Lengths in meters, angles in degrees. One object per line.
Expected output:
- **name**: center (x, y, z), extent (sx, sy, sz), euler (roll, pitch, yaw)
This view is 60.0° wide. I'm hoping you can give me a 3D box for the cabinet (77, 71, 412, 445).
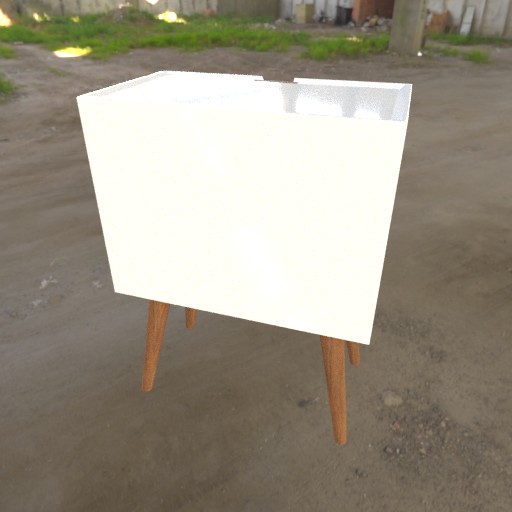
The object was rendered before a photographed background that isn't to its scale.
- **cabinet**: center (0.000, 0.000, 1.081), extent (0.591, 0.772, 0.344), euler (9, 32, 15)
